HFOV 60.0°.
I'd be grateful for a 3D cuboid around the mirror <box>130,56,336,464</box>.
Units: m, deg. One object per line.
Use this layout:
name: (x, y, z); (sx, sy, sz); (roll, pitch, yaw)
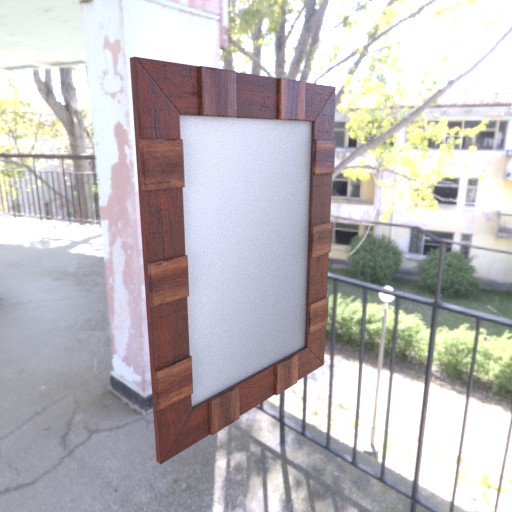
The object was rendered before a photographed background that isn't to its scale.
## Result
mirror: (0.000, 0.000, 1.056); (0.021, 0.805, 0.600); (14, 20, 42)
